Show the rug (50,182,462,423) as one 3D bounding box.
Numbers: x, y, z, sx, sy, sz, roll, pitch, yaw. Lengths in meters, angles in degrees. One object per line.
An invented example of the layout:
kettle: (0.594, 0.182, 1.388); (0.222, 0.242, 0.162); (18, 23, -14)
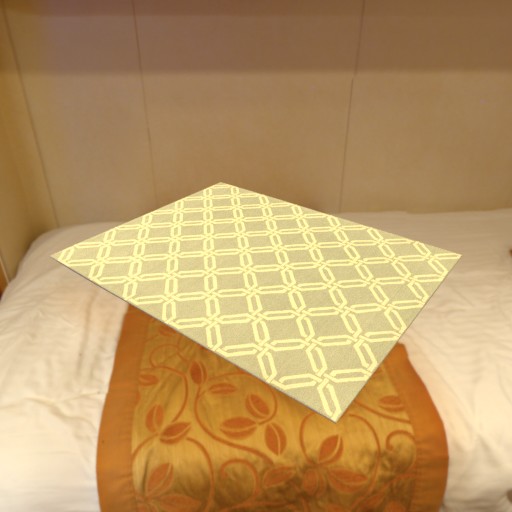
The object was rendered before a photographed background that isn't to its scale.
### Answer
rug: (0.000, 0.000, 3.956); (2.895, 0.018, 2.288); (22, 37, 32)
